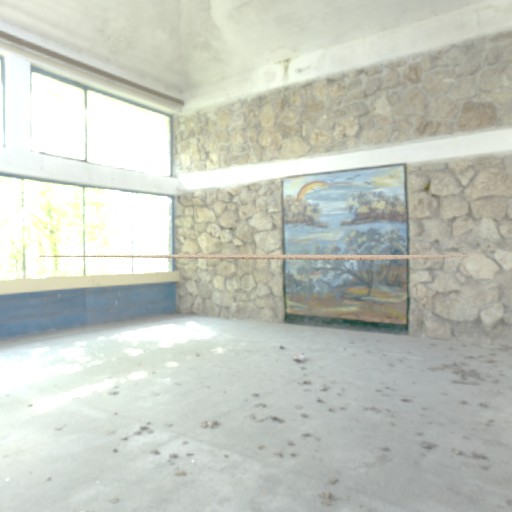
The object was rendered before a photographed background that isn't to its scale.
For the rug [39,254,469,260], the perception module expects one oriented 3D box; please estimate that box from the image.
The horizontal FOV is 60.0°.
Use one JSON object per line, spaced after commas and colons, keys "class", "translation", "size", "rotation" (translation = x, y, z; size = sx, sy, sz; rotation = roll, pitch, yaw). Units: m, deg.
{"class": "rug", "translation": [0.000, 0.000, 4.144], "size": [3.205, 0.013, 2.448], "rotation": [0, 1, 36]}
